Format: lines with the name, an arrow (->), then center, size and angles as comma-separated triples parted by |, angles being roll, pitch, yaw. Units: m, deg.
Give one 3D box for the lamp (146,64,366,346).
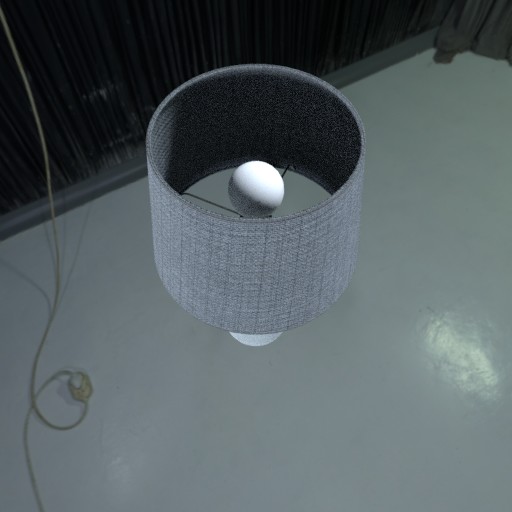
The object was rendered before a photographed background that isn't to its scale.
lamp -> 0.000, 0.000, 0.585 | 0.251, 0.429, 0.251 | 0, 59, 0
